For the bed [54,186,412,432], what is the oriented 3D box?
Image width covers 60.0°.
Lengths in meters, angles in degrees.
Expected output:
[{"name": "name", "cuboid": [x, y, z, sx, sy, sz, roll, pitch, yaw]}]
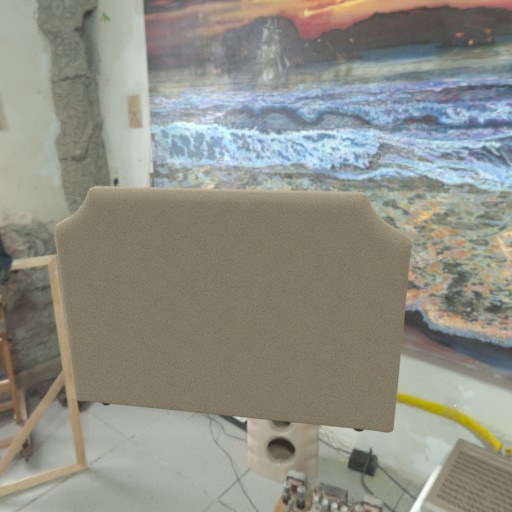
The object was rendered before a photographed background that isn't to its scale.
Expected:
[{"name": "bed", "cuboid": [0.000, 0.000, 3.332, 1.828, 1.301, 2.204, 3, 17, 9]}]
